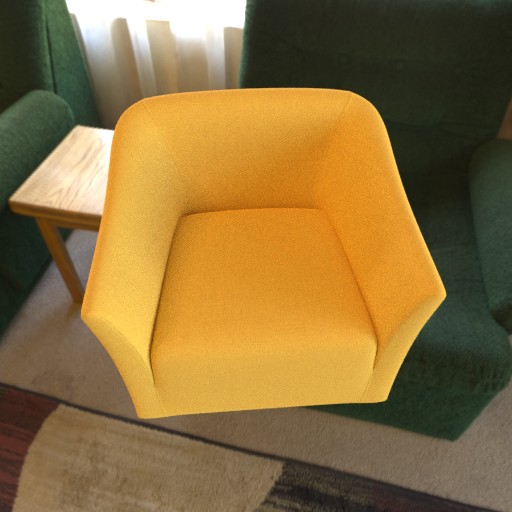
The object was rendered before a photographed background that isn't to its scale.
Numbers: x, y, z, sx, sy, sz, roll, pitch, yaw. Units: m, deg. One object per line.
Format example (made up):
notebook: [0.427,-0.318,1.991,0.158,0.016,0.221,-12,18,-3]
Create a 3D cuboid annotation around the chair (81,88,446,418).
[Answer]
chair: [0.000,0.000,1.326,0.790,0.720,0.700,-3,47,-3]
